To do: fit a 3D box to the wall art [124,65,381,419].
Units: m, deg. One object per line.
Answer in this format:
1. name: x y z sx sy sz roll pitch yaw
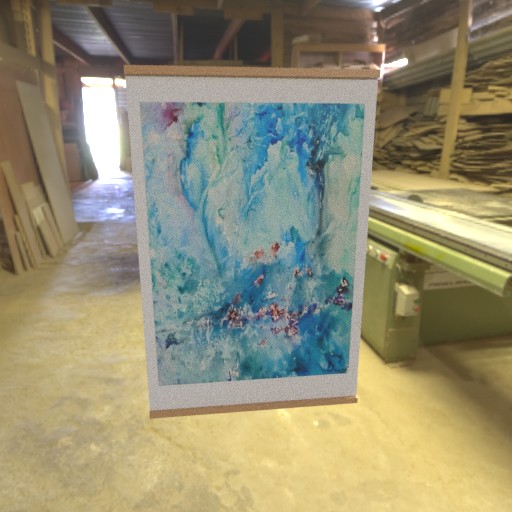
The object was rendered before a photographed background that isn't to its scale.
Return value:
1. wall art: 0.000 0.000 1.918 0.991 1.510 0.040 -2 16 -7
